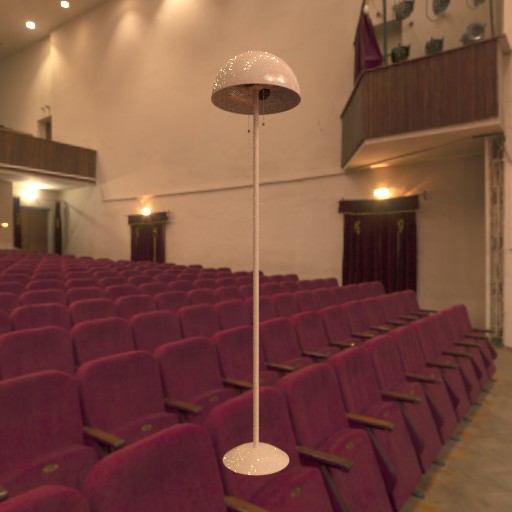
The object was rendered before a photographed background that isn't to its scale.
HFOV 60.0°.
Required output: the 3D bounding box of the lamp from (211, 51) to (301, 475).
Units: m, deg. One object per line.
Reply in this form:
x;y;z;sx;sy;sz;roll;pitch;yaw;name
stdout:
0.000;0.000;1.616;0.328;1.480;0.328;0;0;36;lamp
